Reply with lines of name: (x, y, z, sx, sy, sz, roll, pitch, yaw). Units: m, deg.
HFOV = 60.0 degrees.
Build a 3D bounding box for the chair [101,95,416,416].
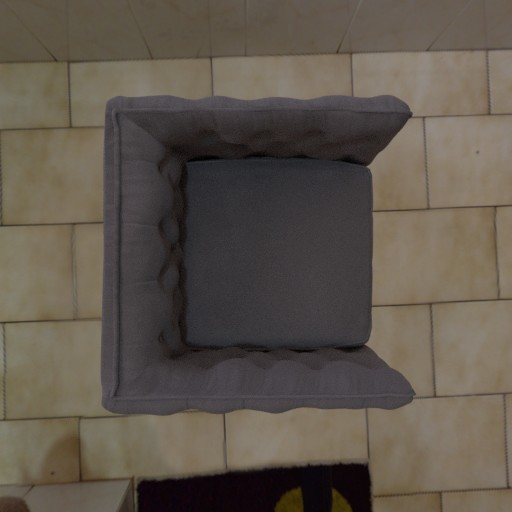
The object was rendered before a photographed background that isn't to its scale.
chair: (0.000, 0.000, 1.630, 0.913, 0.807, 0.946, 0, 89, -2)
